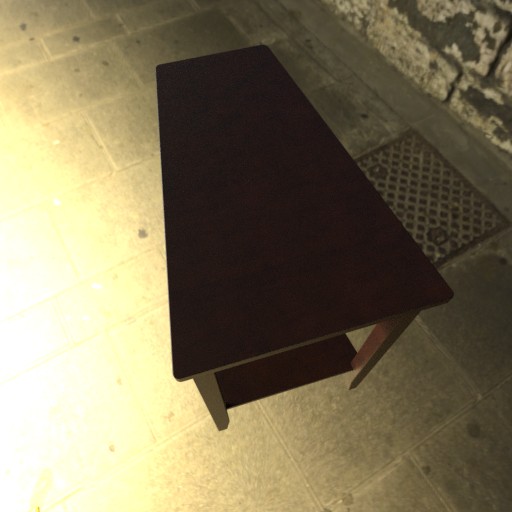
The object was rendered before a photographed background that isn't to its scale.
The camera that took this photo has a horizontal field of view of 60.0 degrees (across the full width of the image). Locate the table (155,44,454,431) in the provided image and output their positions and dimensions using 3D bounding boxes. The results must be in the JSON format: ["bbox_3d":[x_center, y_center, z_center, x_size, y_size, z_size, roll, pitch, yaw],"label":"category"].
[{"bbox_3d":[0.000,0.000,0.986,0.399,0.589,0.605,-15,62,-8],"label":"table"}]
